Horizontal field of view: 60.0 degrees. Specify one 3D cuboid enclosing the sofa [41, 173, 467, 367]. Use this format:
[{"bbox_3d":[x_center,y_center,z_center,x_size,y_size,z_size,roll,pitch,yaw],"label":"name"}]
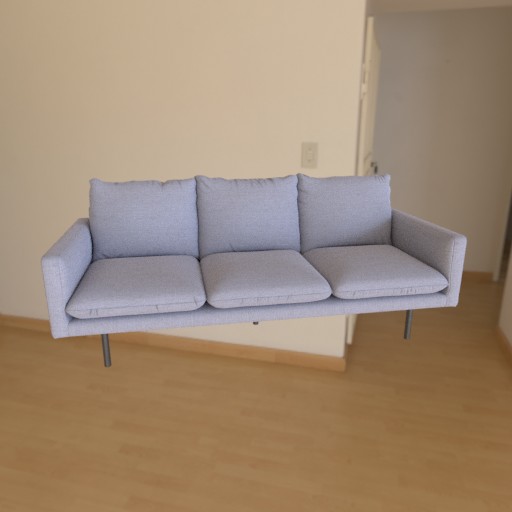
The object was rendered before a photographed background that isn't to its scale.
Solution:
[{"bbox_3d":[0.000,0.000,2.446,2.000,0.830,0.850,-3,17,-10],"label":"sofa"}]
